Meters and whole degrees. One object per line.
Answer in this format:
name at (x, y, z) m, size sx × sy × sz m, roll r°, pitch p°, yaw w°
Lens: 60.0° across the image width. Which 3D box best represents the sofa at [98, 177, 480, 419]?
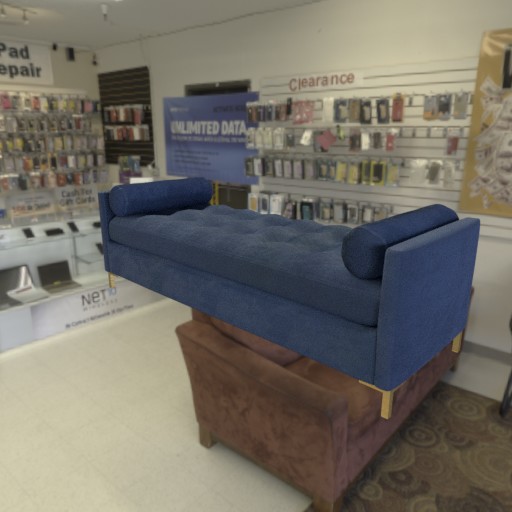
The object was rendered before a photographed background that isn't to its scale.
sofa at (0.000, 0.000, 2.491) m, size 2.102 × 0.705 × 0.796 m, roll 15°, pitch 22°, yaw 42°
